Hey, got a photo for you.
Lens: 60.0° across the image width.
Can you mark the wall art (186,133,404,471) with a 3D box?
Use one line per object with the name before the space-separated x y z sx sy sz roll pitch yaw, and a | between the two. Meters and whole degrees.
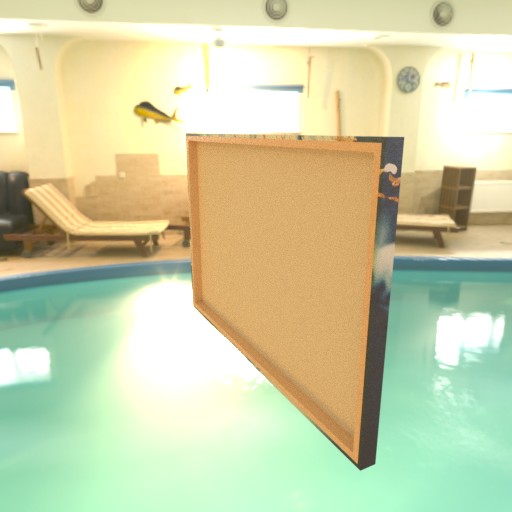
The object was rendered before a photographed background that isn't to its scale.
wall art | 0.000 0.000 1.149 0.038 0.608 0.912 -8 18 -27
